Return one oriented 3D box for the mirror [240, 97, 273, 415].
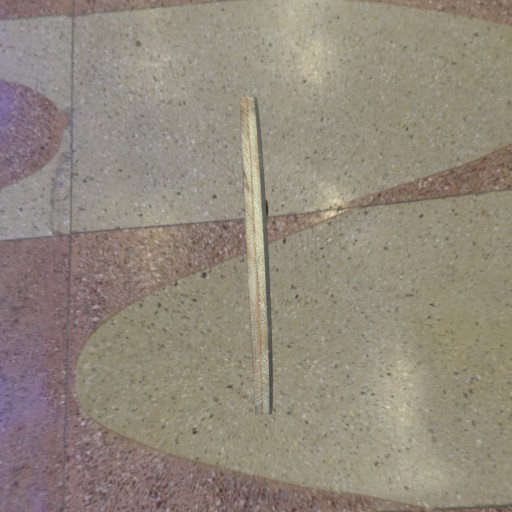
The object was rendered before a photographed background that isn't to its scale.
[{"bbox_3d":[0.000,0.000,1.053,0.038,0.710,0.710,-3,75,-1],"label":"mirror"}]
